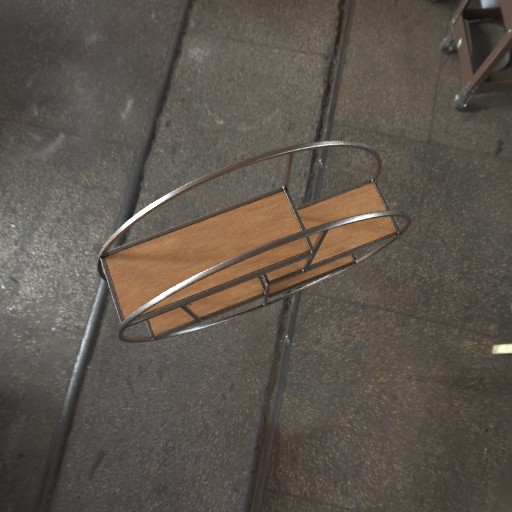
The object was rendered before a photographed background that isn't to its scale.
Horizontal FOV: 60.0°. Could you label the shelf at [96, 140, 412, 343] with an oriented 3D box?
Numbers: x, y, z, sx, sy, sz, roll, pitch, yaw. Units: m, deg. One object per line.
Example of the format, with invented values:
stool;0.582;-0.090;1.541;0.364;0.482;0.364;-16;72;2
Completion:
shelf;0.000;0.000;1.341;0.888;0.888;0.202;-21;77;-5
